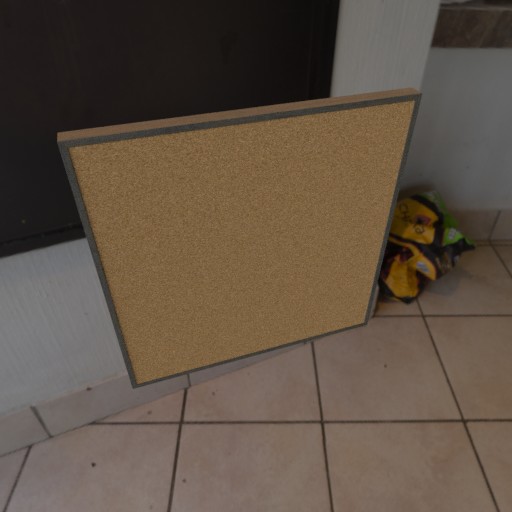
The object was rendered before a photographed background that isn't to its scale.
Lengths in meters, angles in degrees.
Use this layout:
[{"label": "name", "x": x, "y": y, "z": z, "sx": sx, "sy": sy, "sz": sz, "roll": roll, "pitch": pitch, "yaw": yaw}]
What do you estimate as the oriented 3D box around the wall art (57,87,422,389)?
[{"label": "wall art", "x": 0.000, "y": 0.000, "z": 1.136, "sx": 0.758, "sy": 0.758, "sz": 0.039, "roll": -12, "pitch": 41, "yaw": -14}]
